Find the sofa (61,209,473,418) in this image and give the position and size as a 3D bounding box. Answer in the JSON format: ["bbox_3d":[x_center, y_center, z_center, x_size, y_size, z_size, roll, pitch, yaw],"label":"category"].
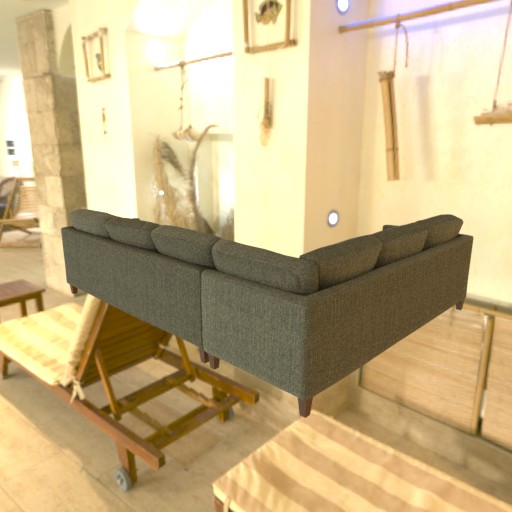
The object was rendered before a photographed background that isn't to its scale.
[{"bbox_3d":[0.000,0.000,4.455,3.302,0.947,2.593,14,20,43],"label":"sofa"}]
